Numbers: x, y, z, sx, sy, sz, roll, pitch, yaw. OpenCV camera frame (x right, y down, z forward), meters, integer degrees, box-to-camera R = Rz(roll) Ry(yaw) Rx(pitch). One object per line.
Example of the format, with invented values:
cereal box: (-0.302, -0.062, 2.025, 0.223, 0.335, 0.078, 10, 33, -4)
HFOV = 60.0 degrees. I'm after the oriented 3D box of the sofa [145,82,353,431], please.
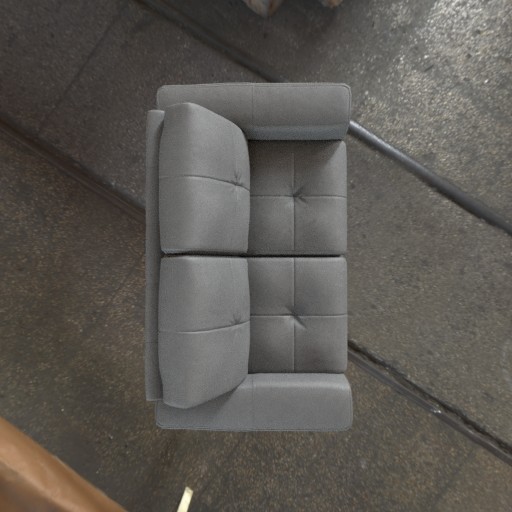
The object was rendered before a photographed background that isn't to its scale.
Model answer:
sofa: (0.000, 0.000, 2.344, 1.018, 0.907, 1.806, 0, 89, 0)
